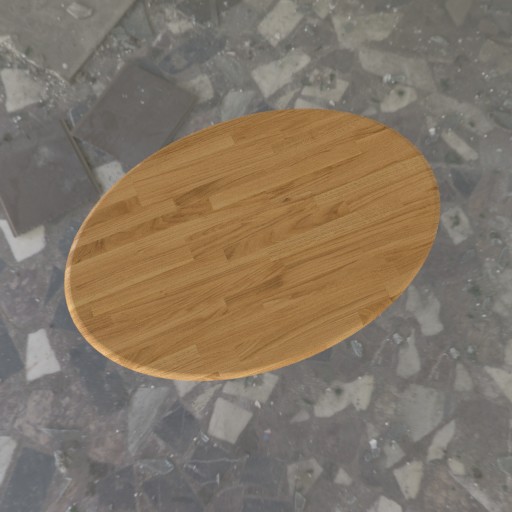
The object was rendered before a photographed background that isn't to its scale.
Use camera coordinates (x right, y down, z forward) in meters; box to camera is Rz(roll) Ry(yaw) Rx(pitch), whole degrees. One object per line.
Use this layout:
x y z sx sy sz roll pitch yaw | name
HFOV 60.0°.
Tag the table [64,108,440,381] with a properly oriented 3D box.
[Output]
0.000 0.000 1.394 1.040 0.490 0.690 -22 76 -6 | table
